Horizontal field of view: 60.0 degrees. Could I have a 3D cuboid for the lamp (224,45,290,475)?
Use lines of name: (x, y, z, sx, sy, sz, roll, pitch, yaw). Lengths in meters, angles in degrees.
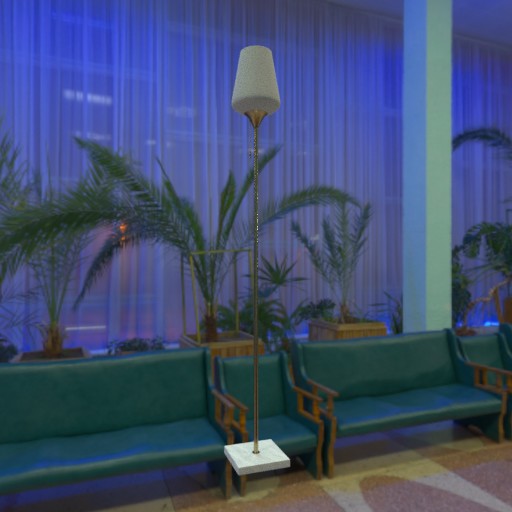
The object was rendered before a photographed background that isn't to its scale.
lamp: (0.000, 0.000, 1.977, 0.232, 1.813, 0.229, 0, 0, -19)
